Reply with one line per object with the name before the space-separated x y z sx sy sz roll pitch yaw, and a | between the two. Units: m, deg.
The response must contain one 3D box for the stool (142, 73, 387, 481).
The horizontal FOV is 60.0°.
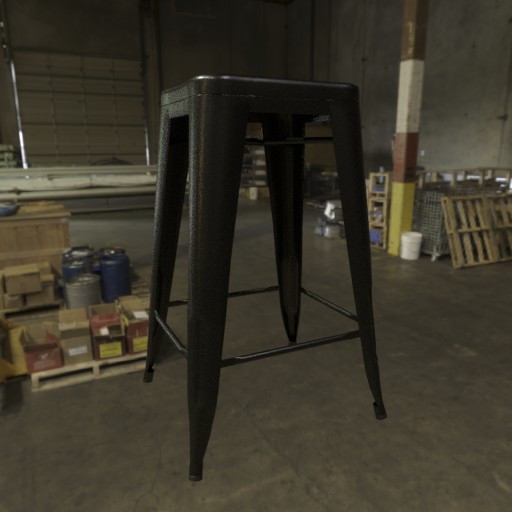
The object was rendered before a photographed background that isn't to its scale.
stool | 0.000 0.000 0.852 0.399 0.609 0.359 -7 15 -26
